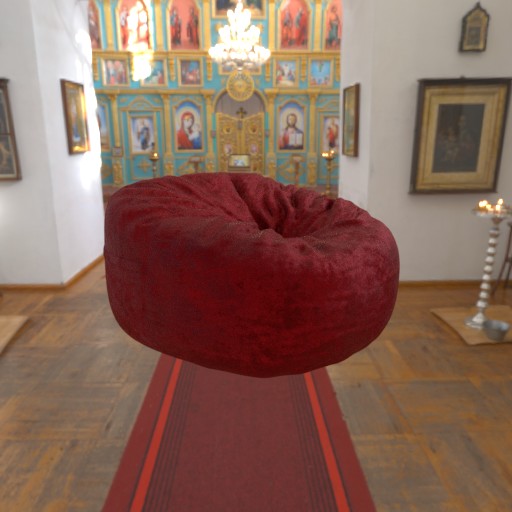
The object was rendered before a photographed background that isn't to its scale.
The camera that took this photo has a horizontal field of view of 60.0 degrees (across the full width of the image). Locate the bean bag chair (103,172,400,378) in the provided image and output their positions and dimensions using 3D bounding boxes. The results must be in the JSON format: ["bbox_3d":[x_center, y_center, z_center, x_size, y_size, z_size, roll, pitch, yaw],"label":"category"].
[{"bbox_3d":[0.000,0.000,2.474,1.524,0.878,1.524,13,18,42],"label":"bean bag chair"}]
